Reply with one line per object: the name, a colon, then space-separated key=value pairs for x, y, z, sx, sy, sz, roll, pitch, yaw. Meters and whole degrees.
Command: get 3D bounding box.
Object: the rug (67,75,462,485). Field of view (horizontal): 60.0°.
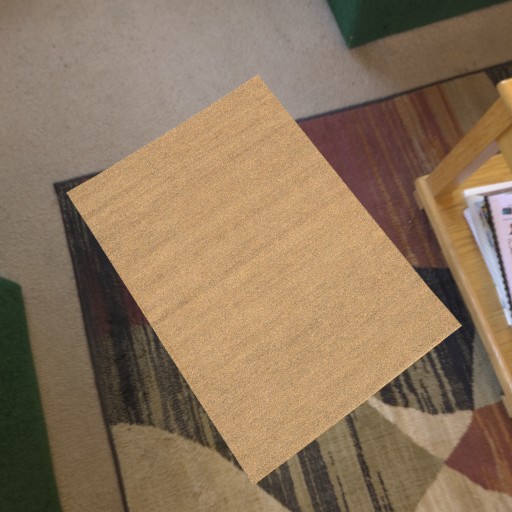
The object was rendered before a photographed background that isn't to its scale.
rug: x=0.000 y=0.000 z=2.937 sx=1.624 sy=0.030 sz=2.264 roll=-34 pitch=78 yaw=-8
